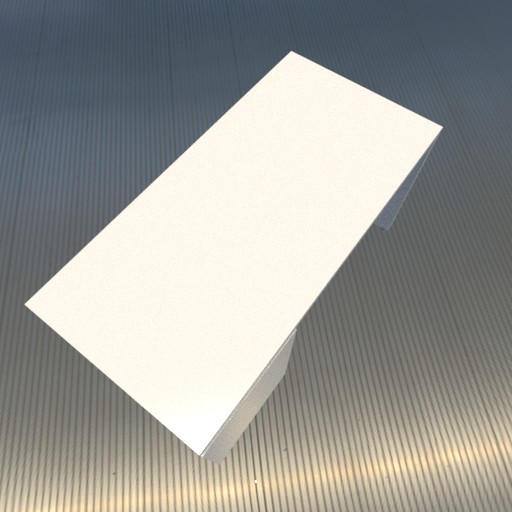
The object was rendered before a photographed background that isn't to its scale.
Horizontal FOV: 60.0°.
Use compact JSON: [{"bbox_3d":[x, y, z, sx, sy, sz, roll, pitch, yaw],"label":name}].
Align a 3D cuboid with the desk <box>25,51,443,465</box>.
[{"bbox_3d":[0.000,0.000,1.822,0.690,0.740,1.400,34,68,16],"label":"desk"}]
